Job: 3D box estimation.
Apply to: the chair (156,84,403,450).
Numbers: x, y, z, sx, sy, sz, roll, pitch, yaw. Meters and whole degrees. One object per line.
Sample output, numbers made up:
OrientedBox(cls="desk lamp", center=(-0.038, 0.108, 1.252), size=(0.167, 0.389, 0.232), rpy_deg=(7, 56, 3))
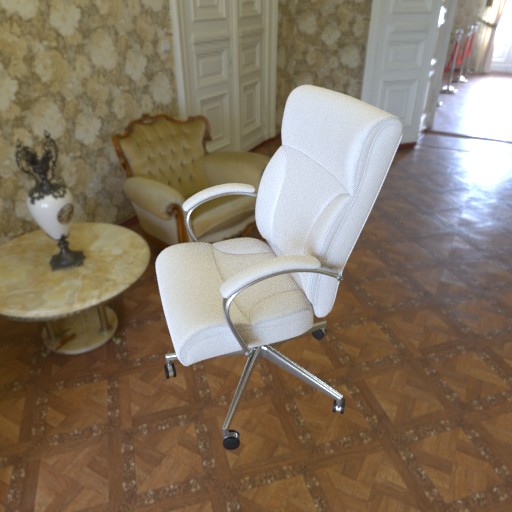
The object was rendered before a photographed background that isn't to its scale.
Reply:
OrientedBox(cls="chair", center=(0.000, 0.000, 1.611), size=(0.745, 1.099, 0.727), rpy_deg=(-9, 31, -15))
